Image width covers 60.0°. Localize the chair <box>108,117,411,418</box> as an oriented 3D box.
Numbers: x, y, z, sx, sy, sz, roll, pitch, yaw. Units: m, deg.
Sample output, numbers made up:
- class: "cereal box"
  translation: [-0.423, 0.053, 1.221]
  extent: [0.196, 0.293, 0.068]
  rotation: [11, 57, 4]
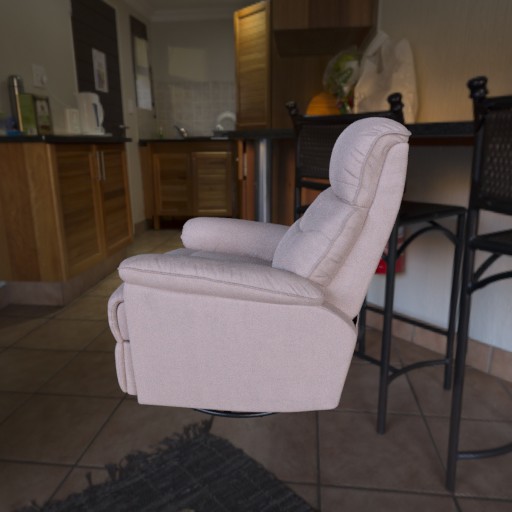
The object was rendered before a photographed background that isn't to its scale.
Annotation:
- class: "chair"
  translation: [0.000, 0.000, 1.743]
  extent: [1.004, 1.037, 0.820]
  rotation: [2, 15, 9]
